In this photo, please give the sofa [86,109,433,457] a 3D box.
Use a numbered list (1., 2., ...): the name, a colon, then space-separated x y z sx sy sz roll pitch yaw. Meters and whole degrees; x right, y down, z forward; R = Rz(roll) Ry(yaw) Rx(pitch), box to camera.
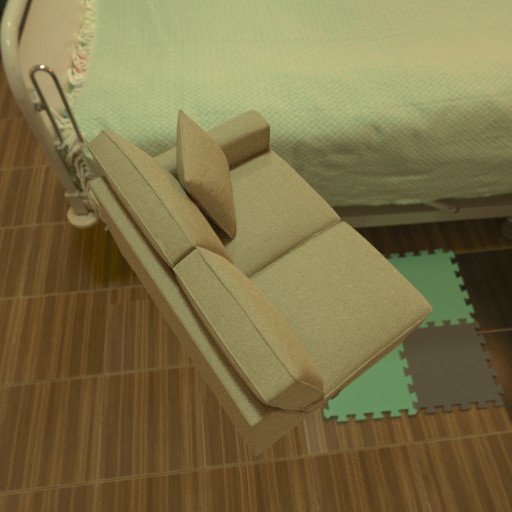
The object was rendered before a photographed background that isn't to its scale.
1. sofa: 0.000 0.000 2.088 0.991 0.989 1.388 -31 64 -17
